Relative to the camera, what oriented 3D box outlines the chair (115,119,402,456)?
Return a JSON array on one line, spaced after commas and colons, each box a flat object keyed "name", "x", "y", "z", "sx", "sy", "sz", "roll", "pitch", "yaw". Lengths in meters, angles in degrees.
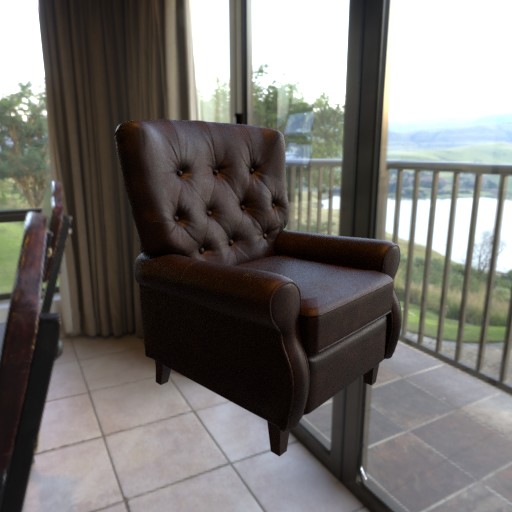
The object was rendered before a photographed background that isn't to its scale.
[{"name": "chair", "x": 0.000, "y": 0.000, "z": 1.924, "sx": 1.058, "sy": 1.158, "sz": 0.948, "roll": 12, "pitch": 19, "yaw": 41}]
